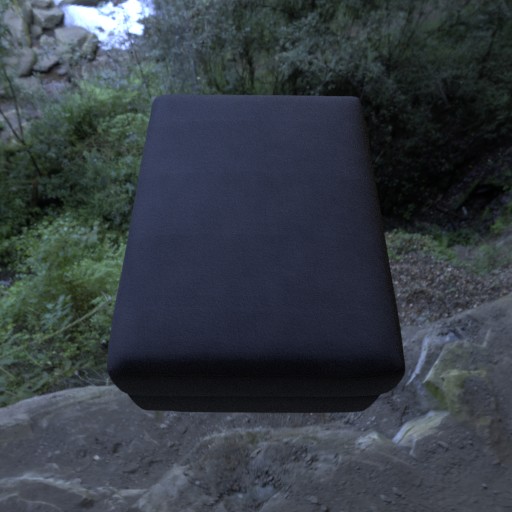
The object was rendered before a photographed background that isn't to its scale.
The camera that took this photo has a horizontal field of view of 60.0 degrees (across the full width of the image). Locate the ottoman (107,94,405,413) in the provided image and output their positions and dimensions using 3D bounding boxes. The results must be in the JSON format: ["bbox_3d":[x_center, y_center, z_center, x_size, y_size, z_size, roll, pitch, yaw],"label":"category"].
[{"bbox_3d":[0.000,0.000,1.156,0.574,0.497,0.773,0,60,0],"label":"ottoman"}]
